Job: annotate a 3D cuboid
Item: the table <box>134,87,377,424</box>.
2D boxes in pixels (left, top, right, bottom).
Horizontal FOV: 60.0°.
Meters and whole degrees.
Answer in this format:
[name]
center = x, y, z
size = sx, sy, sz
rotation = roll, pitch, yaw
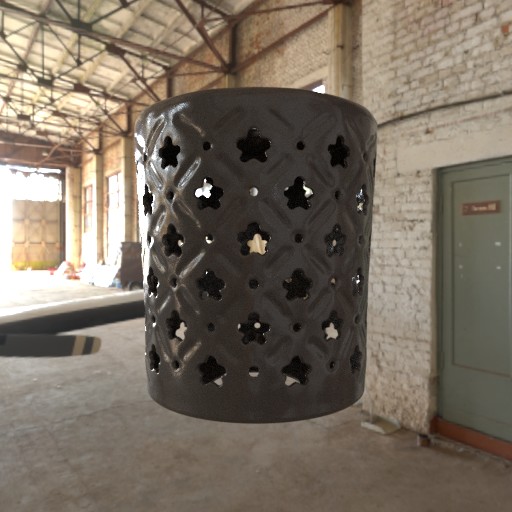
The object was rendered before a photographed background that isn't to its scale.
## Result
[table]
center = 0.000, 0.000, 0.662
size = 0.352, 0.387, 0.352
rotation = 0, 1, 0
